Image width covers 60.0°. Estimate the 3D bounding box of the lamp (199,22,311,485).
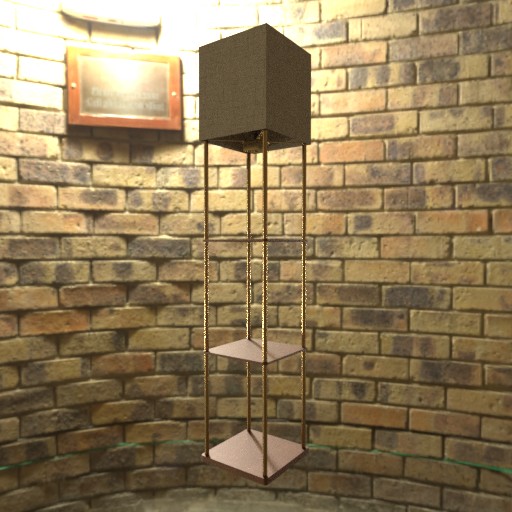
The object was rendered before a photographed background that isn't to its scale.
[{"bbox_3d":[0.000,0.000,1.713,0.310,1.569,0.308,1,2,36],"label":"lamp"}]
